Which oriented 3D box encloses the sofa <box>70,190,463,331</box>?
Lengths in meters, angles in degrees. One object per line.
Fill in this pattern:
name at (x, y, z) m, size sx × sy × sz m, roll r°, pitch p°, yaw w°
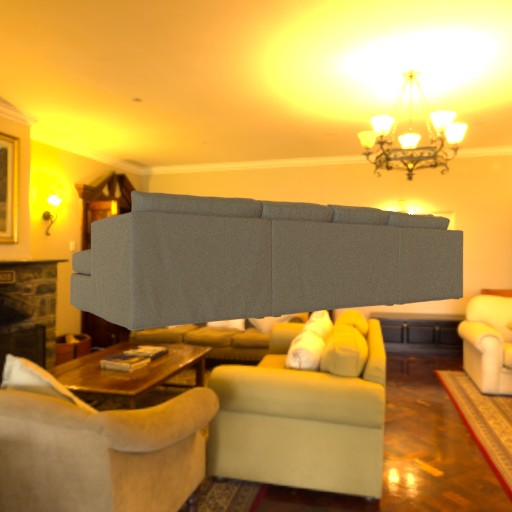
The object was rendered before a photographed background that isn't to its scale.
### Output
sofa at (0.000, 0.000, 4.510) m, size 3.460 × 0.882 × 2.427 m, roll 0°, pitch 0°, yaw -34°
